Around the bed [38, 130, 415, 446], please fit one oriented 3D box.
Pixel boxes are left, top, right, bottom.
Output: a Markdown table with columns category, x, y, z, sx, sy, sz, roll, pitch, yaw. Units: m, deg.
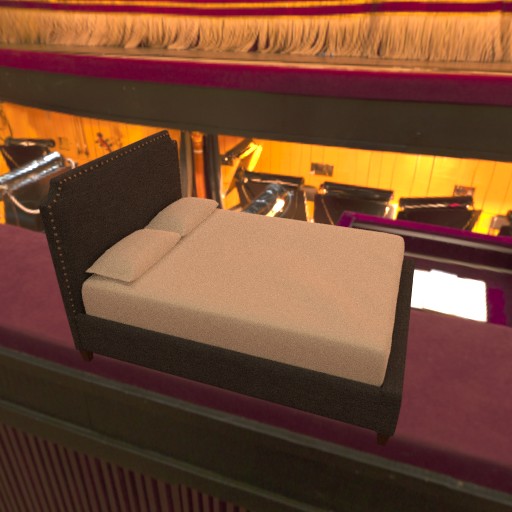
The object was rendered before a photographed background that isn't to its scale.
| category | x | y | z | sx | sy | sz | roll | pitch | yaw |
| --- | --- | --- | --- | --- | --- | --- | --- | --- | --- |
| bed | 0.000 | 0.000 | 3.422 | 2.372 | 1.443 | 1.713 | 10 | 30 | 17 |
